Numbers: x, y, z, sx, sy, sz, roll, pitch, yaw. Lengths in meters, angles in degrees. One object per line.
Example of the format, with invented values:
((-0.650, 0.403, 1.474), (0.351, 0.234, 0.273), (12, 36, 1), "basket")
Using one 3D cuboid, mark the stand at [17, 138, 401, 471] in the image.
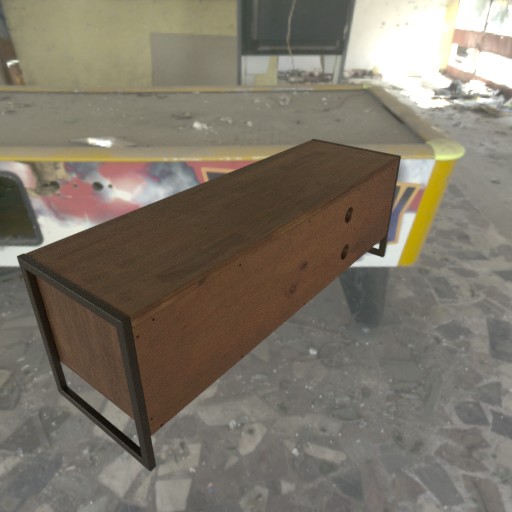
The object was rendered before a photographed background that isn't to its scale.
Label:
((0.000, 0.000, 1.683), (0.454, 0.506, 1.480), (22, 36, 33), "stand")
